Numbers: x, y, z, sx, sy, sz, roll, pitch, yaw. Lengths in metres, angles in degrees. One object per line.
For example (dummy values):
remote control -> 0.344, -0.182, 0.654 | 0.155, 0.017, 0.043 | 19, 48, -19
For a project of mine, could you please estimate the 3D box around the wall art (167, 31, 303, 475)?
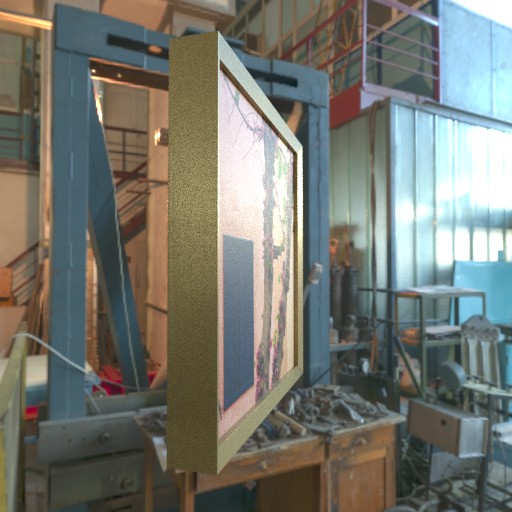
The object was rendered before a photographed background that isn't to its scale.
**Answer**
wall art -> 0.000, 0.000, 0.455 | 0.038, 0.305, 0.304 | -1, -2, 17
